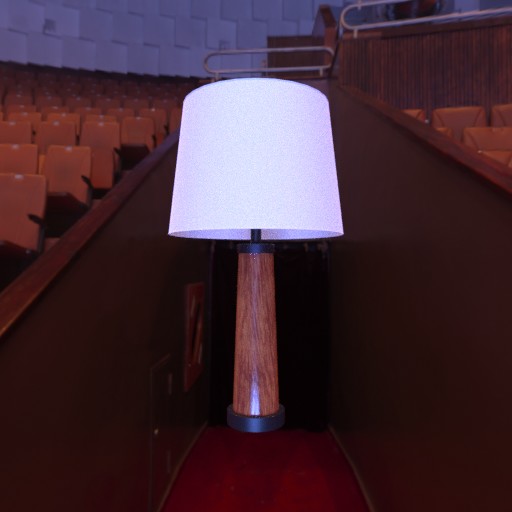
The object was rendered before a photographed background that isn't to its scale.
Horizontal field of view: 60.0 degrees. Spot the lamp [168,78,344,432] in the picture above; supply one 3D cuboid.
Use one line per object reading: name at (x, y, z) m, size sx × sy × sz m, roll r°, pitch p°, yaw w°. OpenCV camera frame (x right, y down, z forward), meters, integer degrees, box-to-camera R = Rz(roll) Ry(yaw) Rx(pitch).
lamp at (0.000, 0.000, 0.897) m, size 0.349 × 0.667 × 0.349 m, roll 0°, pitch -1°, yaw 0°
